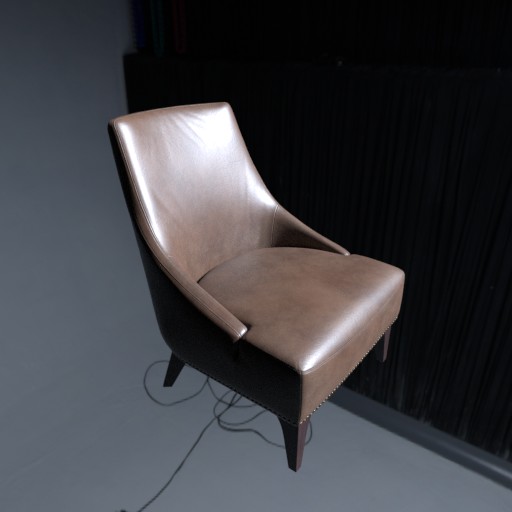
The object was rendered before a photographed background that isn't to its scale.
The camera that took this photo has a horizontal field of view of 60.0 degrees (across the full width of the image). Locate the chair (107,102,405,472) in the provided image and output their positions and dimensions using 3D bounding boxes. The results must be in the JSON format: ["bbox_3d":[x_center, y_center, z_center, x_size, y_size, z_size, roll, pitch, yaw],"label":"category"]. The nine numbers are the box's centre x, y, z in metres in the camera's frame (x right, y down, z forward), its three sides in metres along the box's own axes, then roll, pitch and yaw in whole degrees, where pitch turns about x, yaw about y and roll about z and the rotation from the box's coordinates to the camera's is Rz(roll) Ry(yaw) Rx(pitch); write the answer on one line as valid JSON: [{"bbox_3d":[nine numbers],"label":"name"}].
[{"bbox_3d":[0.000,0.000,1.523,0.861,0.909,0.701,19,32,33],"label":"chair"}]
